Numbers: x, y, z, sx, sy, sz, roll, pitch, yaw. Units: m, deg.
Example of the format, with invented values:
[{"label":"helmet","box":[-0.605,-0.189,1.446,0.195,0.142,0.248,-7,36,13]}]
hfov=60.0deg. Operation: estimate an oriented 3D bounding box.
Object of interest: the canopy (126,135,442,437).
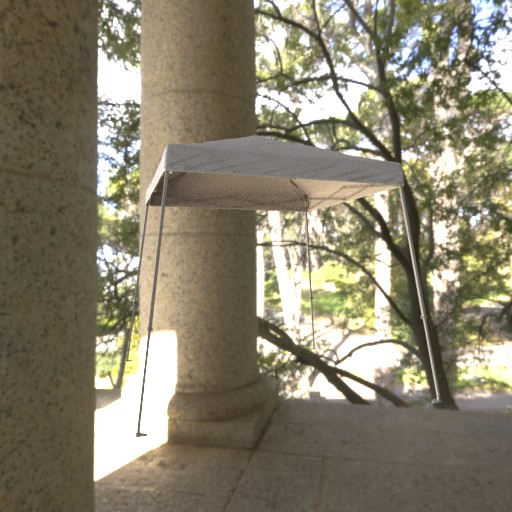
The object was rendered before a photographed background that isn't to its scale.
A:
[{"label":"canopy","box":[0.000,0.000,6.589,3.600,3.600,3.599,0,-1,-18]}]
